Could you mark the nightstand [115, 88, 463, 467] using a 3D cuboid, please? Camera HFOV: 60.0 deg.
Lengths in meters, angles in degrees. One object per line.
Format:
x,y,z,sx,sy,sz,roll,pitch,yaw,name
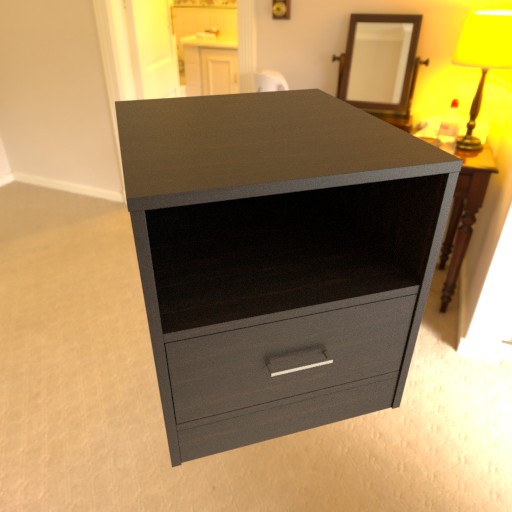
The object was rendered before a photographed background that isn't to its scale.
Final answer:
0.000,0.000,0.789,0.400,0.460,0.461,-9,33,-14,nightstand
